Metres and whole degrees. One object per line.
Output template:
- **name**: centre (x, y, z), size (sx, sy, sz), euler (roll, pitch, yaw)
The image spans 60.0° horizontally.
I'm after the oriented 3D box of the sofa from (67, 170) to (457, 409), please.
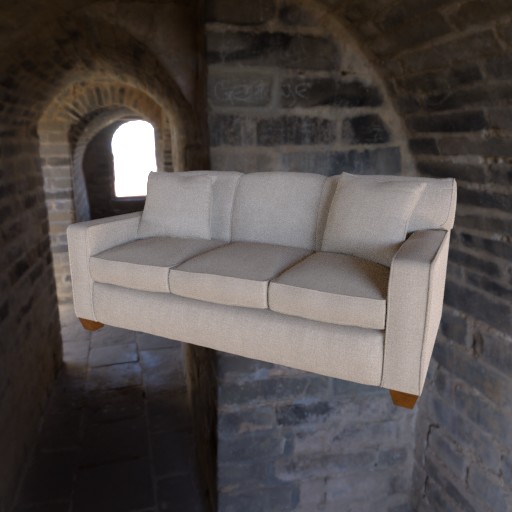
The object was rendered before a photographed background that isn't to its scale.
- **sofa**: centre (0.000, 0.000, 2.568), size (2.024, 0.958, 0.997), euler (7, 15, 26)
